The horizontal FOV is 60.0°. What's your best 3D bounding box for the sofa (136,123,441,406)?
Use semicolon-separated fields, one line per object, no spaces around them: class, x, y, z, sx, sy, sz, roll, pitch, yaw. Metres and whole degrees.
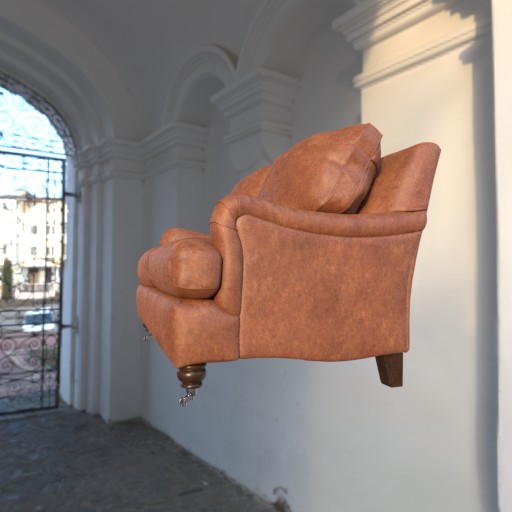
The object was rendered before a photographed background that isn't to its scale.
sofa;0.000;0.000;2.219;1.077;1.004;1.527;0;-1;-19
